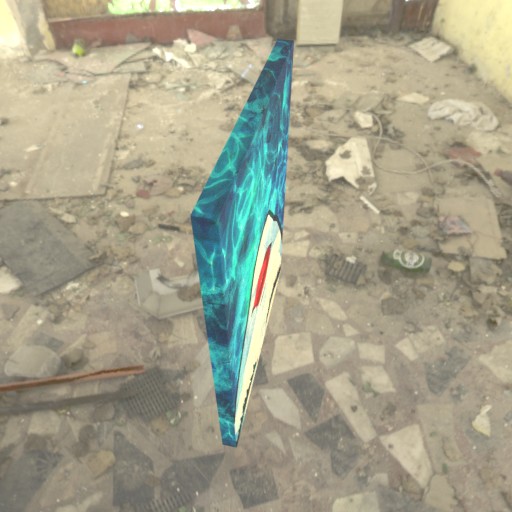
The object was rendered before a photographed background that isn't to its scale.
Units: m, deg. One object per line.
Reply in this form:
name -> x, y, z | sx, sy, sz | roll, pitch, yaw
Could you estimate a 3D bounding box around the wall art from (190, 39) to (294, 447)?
wall art -> 0.000, 0.000, 1.046 | 0.038, 0.760, 0.609 | 9, 47, 9
